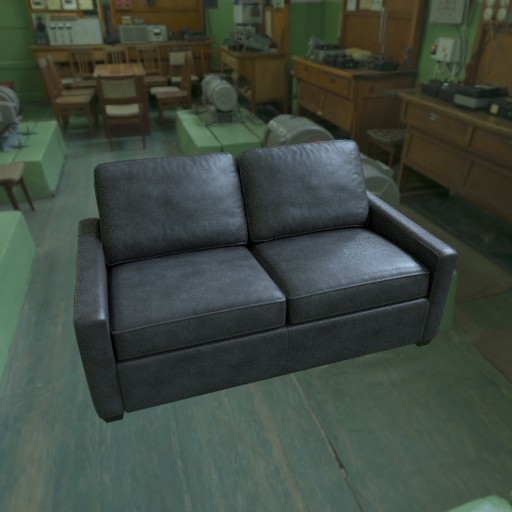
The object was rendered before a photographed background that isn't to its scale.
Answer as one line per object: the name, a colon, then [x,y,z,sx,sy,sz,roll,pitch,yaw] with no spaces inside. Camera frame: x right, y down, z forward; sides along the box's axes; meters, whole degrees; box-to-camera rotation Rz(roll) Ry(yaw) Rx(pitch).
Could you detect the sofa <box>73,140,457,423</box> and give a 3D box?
sofa: [0.000,0.000,2.288,1.732,0.916,0.939,-9,31,-15]
